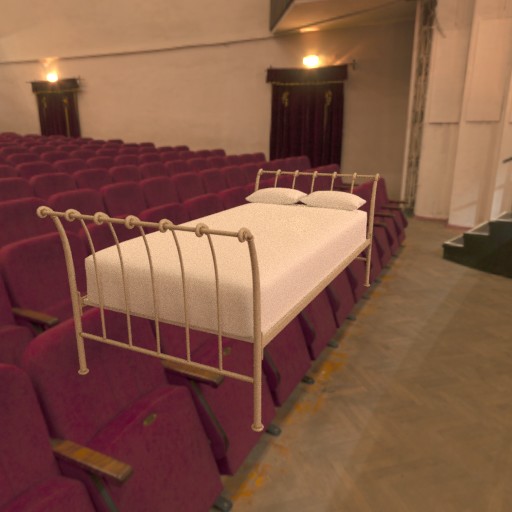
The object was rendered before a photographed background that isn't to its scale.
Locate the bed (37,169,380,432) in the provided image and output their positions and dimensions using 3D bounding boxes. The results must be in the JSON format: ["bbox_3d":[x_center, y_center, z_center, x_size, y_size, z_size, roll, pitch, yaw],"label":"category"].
[{"bbox_3d":[0.000,0.000,2.755,1.032,0.873,2.228,8,18,25],"label":"bed"}]
